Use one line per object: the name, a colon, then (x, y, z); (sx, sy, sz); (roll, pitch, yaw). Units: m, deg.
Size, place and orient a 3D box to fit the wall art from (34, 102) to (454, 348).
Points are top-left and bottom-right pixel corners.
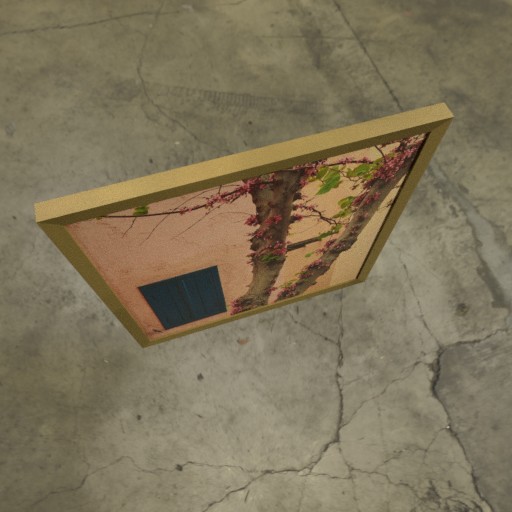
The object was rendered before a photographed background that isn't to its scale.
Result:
wall art: (0.000, 0.000, 1.120); (0.762, 0.762, 0.038); (-16, 64, -8)
